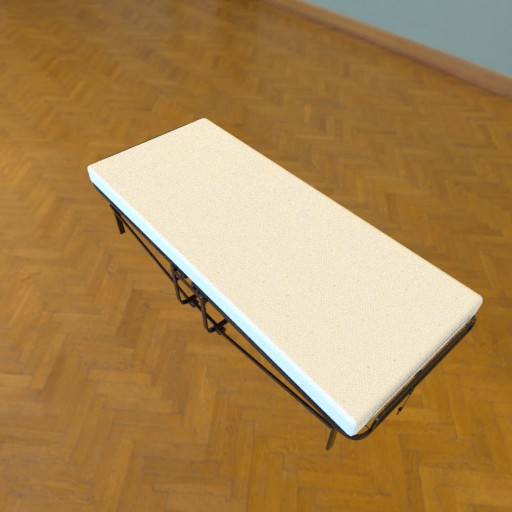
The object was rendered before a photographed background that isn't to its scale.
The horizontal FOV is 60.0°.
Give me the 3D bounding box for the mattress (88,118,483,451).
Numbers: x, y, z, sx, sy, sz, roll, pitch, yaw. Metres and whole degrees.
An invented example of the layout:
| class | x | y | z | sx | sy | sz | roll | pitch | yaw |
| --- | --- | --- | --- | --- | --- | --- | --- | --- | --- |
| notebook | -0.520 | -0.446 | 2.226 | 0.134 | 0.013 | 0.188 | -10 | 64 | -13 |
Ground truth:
| class | x | y | z | sx | sy | sz | roll | pitch | yaw |
| --- | --- | --- | --- | --- | --- | --- | --- | --- | --- |
| mattress | 0.000 | 0.000 | 2.487 | 0.922 | 0.519 | 2.153 | -32 | 54 | -27 |
